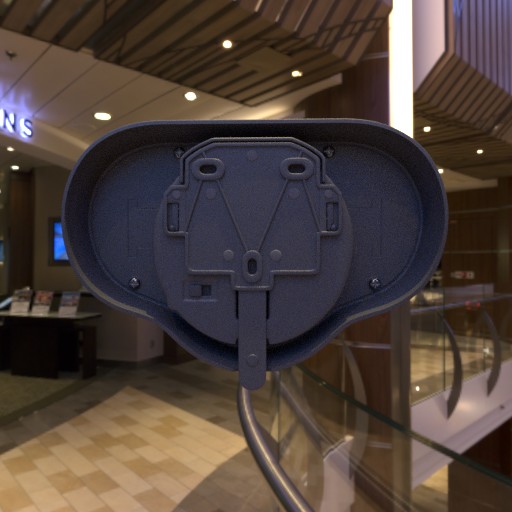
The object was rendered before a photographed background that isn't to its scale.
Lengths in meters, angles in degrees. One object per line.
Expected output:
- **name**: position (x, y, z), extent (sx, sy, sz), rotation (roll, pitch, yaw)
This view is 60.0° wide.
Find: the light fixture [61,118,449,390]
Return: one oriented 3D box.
- **light fixture**: position (0.000, 0.000, 0.337), extent (0.229, 0.159, 0.159), rotation (0, -1, 2)
